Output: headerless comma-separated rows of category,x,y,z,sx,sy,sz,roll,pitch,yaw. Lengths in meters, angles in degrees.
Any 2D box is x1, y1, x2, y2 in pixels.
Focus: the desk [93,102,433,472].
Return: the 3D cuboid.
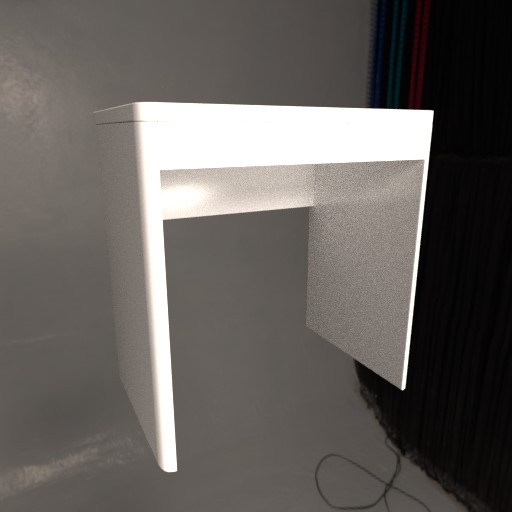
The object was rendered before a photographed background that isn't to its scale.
desk,0.000,0.000,1.292,0.762,0.800,0.549,-8,18,-27
